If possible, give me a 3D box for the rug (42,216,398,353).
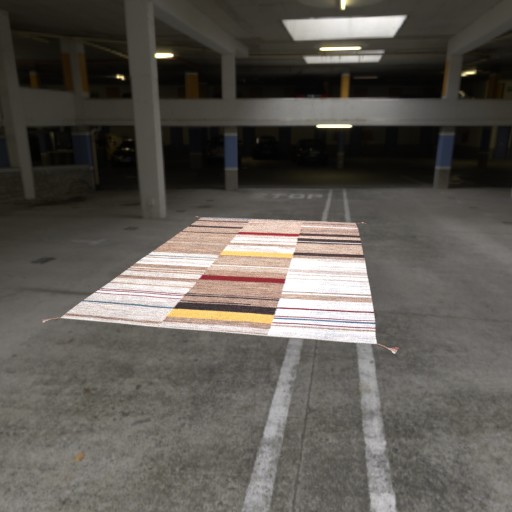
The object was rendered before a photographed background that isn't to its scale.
[{"bbox_3d":[0.000,0.000,2.390,1.268,0.007,1.918,3,17,10],"label":"rug"}]
